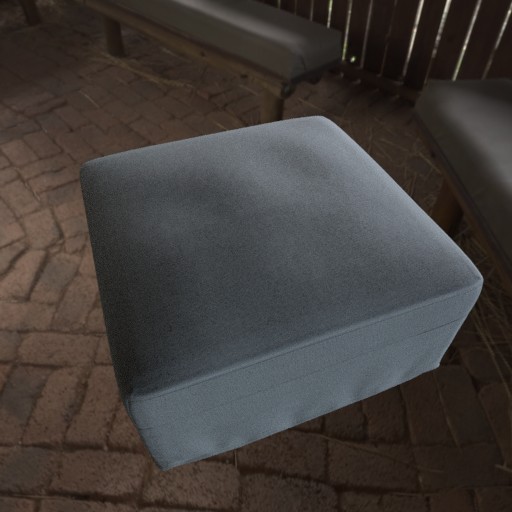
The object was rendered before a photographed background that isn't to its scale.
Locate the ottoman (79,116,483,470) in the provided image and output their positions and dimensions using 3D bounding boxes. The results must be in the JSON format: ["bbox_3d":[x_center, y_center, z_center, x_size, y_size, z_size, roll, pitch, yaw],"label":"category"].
[{"bbox_3d":[0.000,0.000,1.280,0.843,0.441,0.842,-15,48,-14],"label":"ottoman"}]
